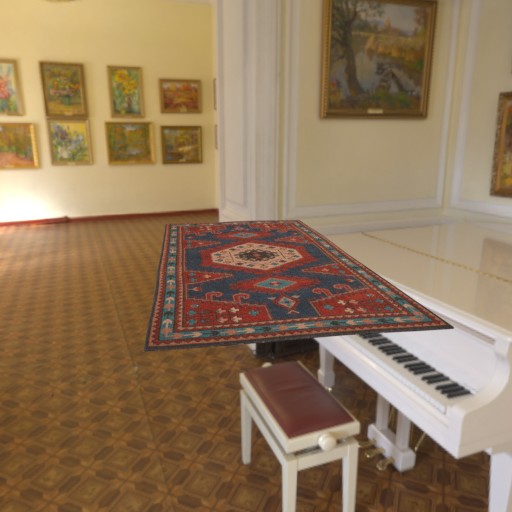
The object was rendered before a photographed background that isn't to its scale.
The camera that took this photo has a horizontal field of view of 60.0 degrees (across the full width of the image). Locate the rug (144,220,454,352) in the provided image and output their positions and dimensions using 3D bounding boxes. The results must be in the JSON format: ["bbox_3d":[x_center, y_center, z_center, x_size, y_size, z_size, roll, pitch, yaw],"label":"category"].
[{"bbox_3d":[0.000,0.000,3.550,1.522,0.034,3.032,-2,15,-9],"label":"rug"}]
